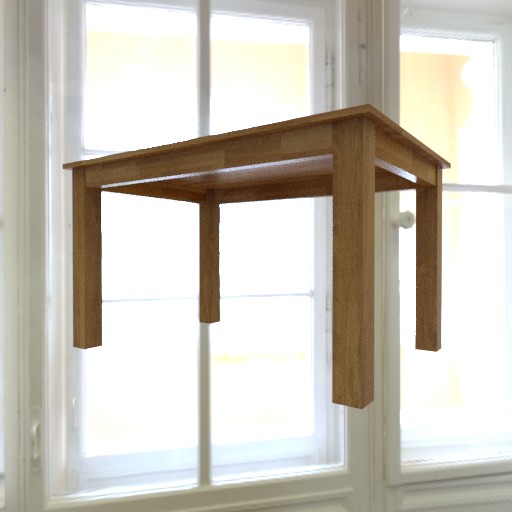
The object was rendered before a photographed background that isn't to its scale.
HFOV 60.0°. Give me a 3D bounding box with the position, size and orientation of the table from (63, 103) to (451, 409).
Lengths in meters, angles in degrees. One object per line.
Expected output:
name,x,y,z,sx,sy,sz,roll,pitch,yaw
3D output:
table,0.000,0.000,1.810,1.300,0.750,0.900,1,1,35
